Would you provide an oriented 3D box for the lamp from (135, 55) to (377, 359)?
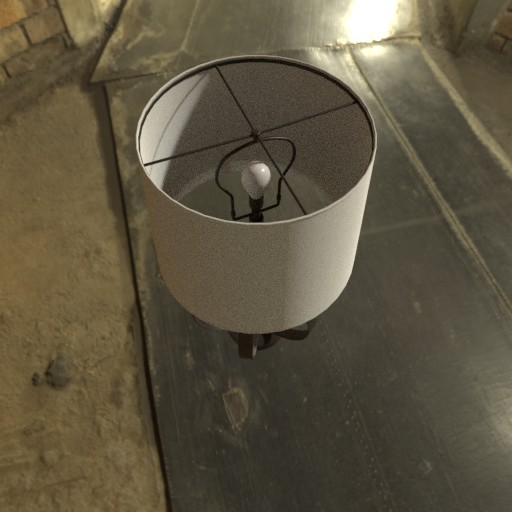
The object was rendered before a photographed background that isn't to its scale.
[{"bbox_3d":[0.000,0.000,0.682,0.286,0.510,0.286,0,58,0],"label":"lamp"}]
